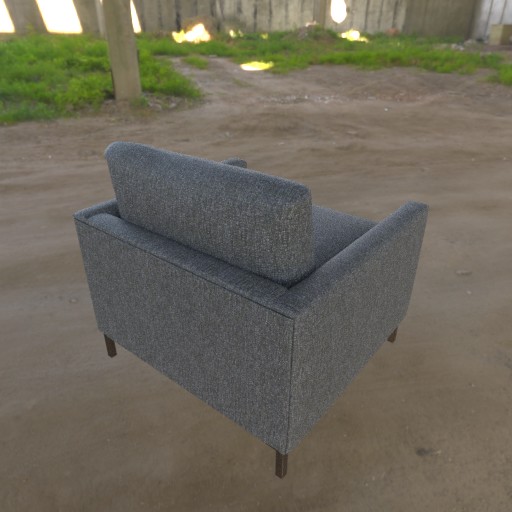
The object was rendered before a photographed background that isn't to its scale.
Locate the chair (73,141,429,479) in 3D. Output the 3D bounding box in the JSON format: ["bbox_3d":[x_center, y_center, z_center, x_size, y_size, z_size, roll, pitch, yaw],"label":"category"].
[{"bbox_3d":[0.000,0.000,1.642,0.963,0.861,0.866,21,35,33],"label":"chair"}]
